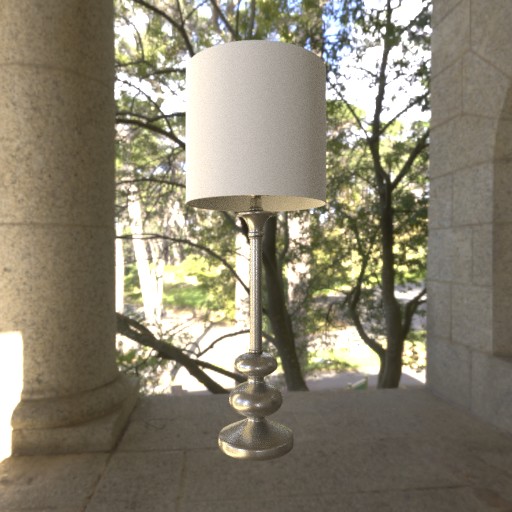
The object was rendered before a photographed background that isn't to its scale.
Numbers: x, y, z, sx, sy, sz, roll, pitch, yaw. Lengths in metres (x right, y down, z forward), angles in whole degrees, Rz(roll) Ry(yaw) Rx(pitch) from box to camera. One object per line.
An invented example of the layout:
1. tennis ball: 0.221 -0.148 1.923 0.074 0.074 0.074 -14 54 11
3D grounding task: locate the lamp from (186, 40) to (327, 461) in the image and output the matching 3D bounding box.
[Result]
1. lamp: 0.000 0.000 0.809 0.254 0.690 0.254 0 0 -35
